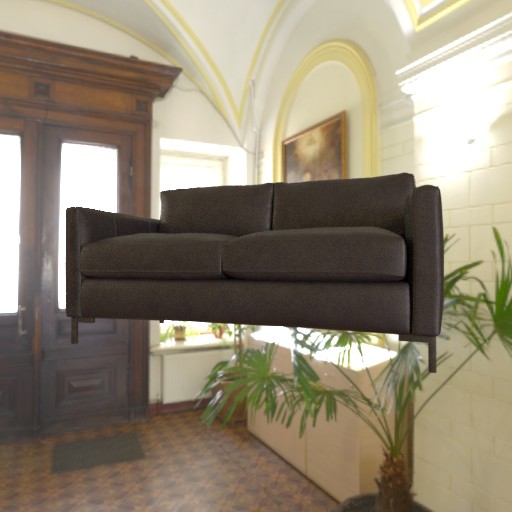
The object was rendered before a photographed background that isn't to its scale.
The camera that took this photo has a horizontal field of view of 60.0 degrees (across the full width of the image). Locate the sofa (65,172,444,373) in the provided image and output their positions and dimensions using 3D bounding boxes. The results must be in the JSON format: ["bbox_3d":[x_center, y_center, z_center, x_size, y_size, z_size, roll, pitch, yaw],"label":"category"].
[{"bbox_3d":[0.000,0.000,2.307,1.805,0.883,0.947,0,-1,18],"label":"sofa"}]
